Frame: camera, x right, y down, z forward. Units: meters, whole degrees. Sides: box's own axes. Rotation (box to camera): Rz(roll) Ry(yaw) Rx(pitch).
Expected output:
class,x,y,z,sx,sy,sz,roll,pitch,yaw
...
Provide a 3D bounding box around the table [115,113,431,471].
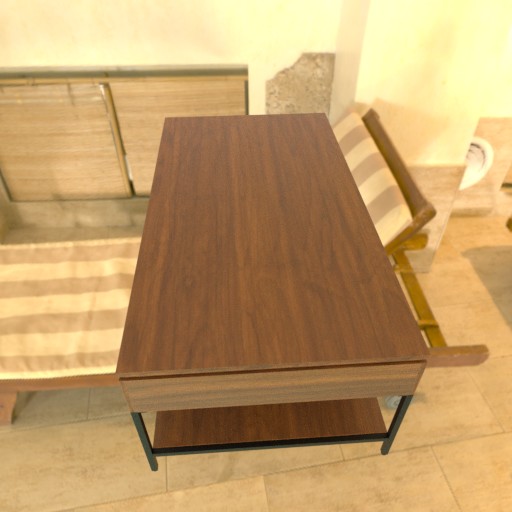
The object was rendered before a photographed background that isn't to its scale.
class,x,y,z,sx,sy,sz,roll,pitch,yaw
table,0.000,0.000,1.332,0.574,0.414,1.057,-3,42,-3
